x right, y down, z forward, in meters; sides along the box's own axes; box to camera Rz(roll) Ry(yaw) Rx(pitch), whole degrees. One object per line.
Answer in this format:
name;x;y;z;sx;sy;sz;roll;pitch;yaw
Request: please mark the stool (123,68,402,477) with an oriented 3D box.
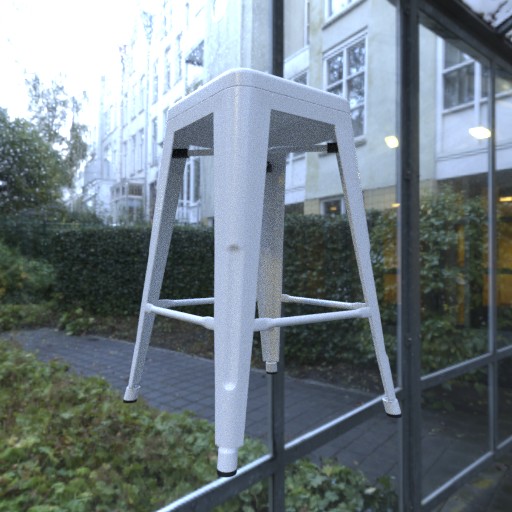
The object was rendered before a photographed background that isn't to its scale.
stool;0.000;0.000;0.888;0.406;0.610;0.406;0;0;-36
